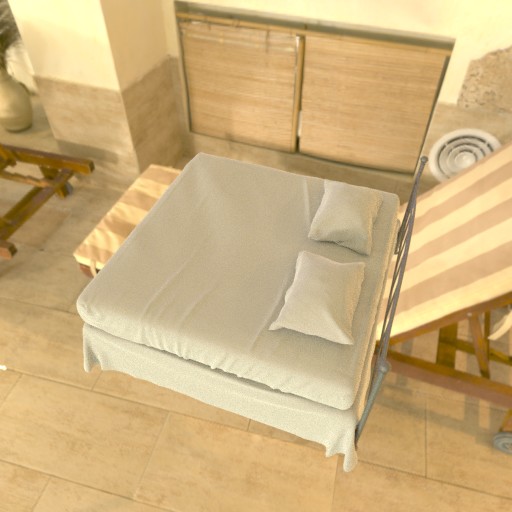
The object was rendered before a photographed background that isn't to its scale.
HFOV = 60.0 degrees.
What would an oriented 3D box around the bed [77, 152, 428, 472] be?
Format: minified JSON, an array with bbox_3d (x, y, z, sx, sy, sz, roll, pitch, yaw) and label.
[{"bbox_3d":[0.000,0.000,3.499,2.220,1.080,2.309,15,48,14],"label":"bed"}]
